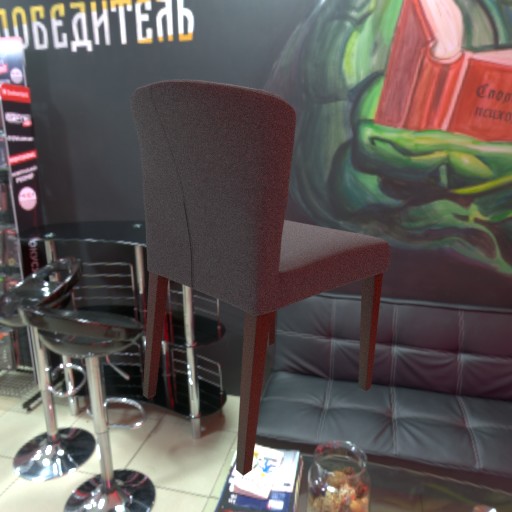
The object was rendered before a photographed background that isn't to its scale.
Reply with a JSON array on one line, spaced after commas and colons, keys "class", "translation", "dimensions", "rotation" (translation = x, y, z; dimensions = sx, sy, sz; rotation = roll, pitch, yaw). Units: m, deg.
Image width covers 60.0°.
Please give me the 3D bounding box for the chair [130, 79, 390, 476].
[{"class": "chair", "translation": [0.000, 0.000, 1.195], "dimensions": [0.592, 0.839, 0.491], "rotation": [-14, 20, -41]}]
